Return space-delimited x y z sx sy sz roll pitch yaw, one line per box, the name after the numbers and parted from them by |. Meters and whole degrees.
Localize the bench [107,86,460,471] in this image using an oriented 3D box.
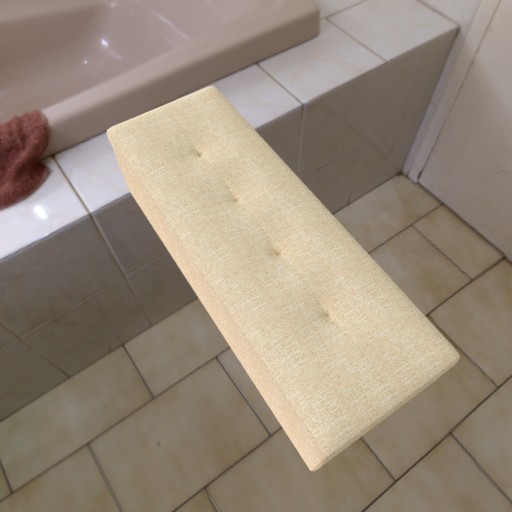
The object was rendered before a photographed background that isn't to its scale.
0.000 0.000 1.437 0.432 0.406 1.219 -29 63 -16 | bench
